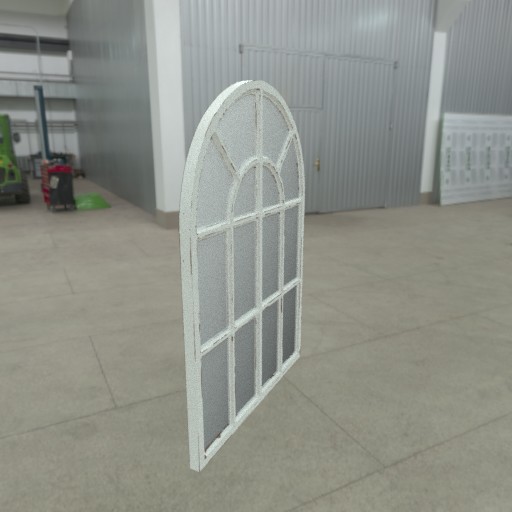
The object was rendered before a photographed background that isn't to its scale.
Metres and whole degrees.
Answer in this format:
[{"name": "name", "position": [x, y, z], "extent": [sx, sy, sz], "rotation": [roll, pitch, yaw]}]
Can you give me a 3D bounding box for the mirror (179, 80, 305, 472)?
[{"name": "mirror", "position": [0.000, 0.000, 1.243], "extent": [0.032, 0.920, 0.660], "rotation": [8, 17, 26]}]
